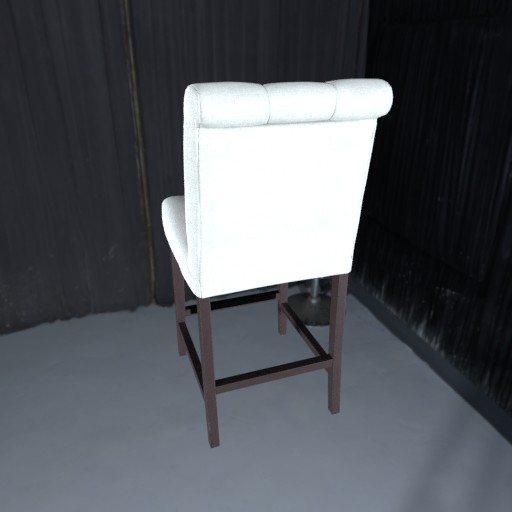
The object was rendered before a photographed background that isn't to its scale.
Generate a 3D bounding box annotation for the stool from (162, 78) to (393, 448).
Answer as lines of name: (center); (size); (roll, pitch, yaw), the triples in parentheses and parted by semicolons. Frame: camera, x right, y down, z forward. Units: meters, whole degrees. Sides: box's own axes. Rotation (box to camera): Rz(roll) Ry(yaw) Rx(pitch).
stool: (0.000, 0.000, 1.370); (0.493, 1.040, 0.601); (-9, 27, -17)
